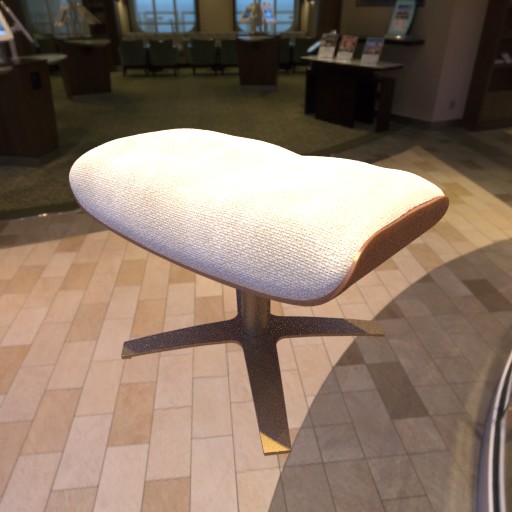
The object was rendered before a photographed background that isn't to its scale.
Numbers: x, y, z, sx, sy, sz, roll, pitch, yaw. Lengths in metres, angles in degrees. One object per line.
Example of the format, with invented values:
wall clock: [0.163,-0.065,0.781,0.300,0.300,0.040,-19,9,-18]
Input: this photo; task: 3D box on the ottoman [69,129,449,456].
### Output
ottoman: [0.000,0.000,0.786,0.520,0.391,0.394,21,36,32]
